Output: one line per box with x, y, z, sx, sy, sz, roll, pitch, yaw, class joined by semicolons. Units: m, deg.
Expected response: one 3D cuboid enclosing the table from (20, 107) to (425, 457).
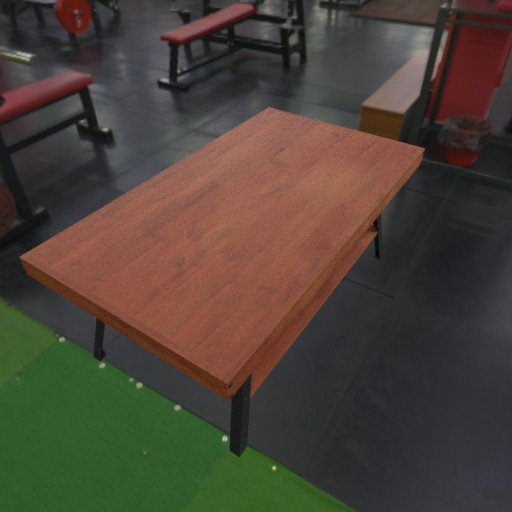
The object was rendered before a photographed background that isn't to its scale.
0.000;0.000;1.386;0.610;0.457;1.067;24;46;25;table
